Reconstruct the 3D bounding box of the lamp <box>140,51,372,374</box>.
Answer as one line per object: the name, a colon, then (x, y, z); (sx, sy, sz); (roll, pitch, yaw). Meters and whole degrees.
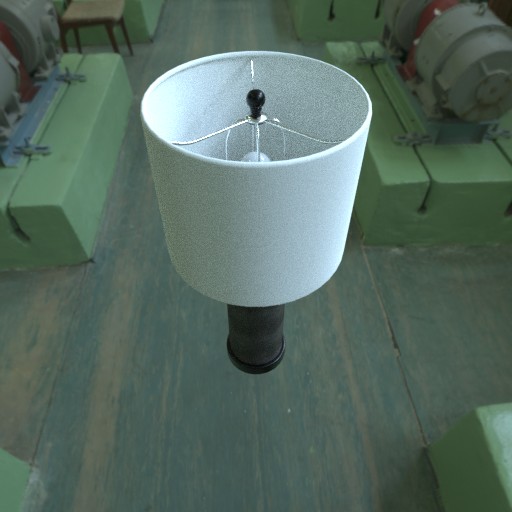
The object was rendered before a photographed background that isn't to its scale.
lamp: (0.000, 0.000, 0.812); (0.305, 0.634, 0.305); (-3, 47, -3)
